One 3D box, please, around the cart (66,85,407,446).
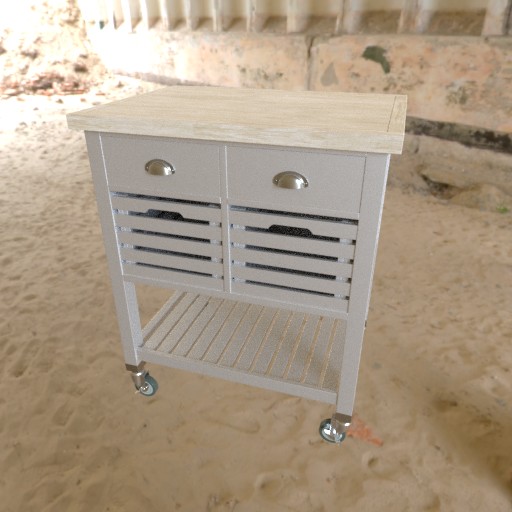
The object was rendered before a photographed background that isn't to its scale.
[{"bbox_3d":[0.000,0.000,1.389,0.762,0.914,0.559,8,29,15],"label":"cart"}]
